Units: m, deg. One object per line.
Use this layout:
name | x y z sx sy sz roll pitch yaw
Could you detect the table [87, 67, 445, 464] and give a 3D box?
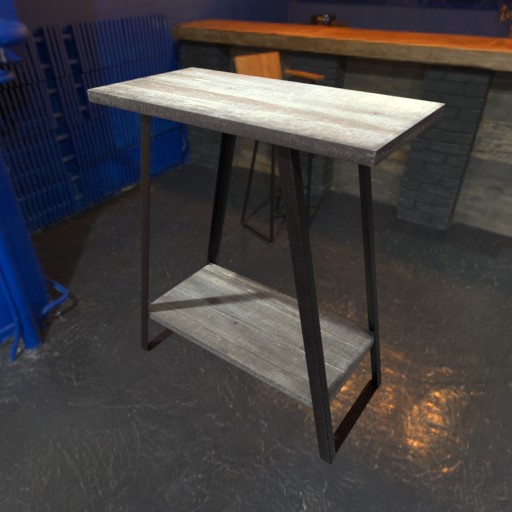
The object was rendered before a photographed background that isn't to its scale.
table | 0.000 0.000 1.007 0.599 0.701 0.300 21 38 30
